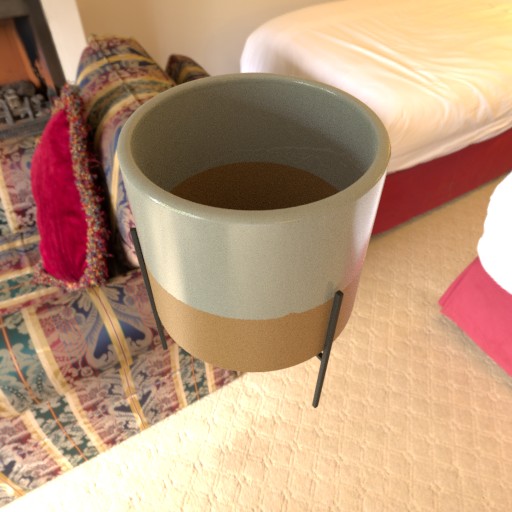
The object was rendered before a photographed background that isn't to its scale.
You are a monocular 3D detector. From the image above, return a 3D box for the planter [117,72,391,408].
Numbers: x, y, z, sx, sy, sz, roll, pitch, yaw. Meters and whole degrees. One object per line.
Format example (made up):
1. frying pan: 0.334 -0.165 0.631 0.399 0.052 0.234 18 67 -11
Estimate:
1. planter: 0.000 0.000 0.741 0.348 0.480 0.360 17 49 15
